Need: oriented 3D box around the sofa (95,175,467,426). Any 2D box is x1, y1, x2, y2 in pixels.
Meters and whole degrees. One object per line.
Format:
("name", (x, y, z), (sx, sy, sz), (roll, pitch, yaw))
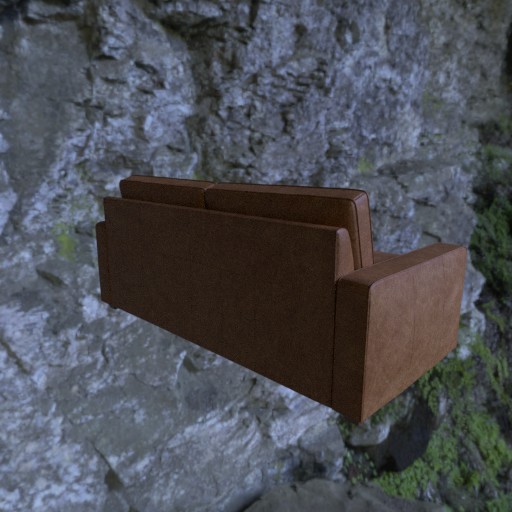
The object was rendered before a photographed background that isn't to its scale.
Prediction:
("sofa", (0.000, 0.000, 2.670), (2.156, 0.928, 0.991), (12, 18, 43))
